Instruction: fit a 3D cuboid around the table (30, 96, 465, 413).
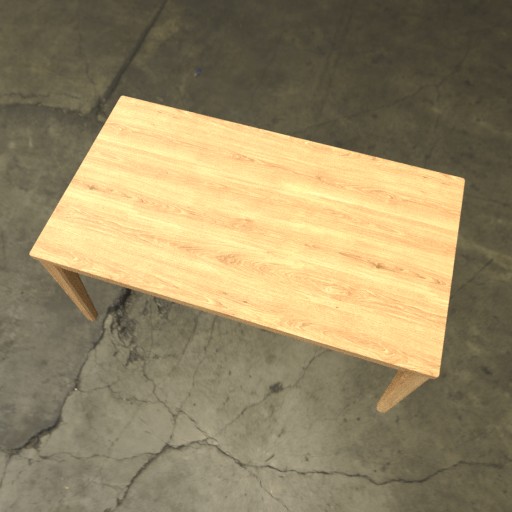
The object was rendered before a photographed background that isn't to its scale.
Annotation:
[{"bbox_3d":[0.000,0.000,2.090,1.600,0.760,0.900,16,66,7],"label":"table"}]
